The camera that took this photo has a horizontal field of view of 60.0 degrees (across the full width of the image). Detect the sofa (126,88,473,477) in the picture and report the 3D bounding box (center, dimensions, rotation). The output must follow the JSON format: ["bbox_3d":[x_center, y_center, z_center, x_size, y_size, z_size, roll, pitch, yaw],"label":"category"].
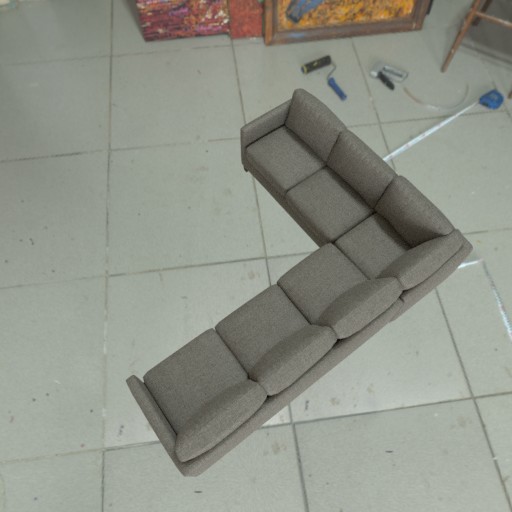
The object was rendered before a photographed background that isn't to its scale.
[{"bbox_3d":[0.000,0.000,4.424,3.302,0.947,2.593,-34,68,-16],"label":"sofa"}]
